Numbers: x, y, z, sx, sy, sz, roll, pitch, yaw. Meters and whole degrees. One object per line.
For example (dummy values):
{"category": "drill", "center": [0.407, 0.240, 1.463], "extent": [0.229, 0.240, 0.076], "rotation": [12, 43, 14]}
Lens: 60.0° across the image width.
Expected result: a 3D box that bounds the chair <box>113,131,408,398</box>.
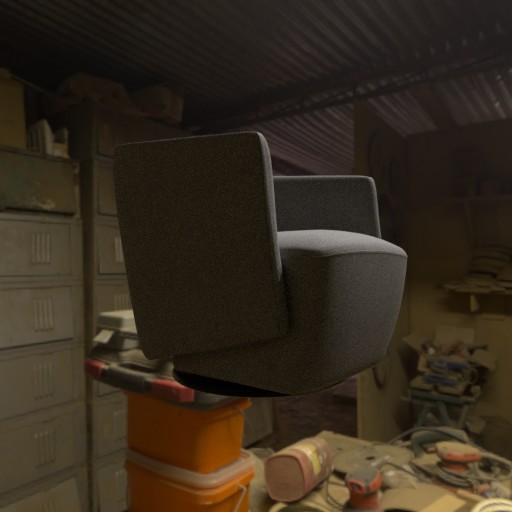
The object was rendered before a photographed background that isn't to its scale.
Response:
{"category": "chair", "center": [0.000, 0.000, 1.648], "extent": [0.986, 0.861, 0.822], "rotation": [-1, -2, 37]}
